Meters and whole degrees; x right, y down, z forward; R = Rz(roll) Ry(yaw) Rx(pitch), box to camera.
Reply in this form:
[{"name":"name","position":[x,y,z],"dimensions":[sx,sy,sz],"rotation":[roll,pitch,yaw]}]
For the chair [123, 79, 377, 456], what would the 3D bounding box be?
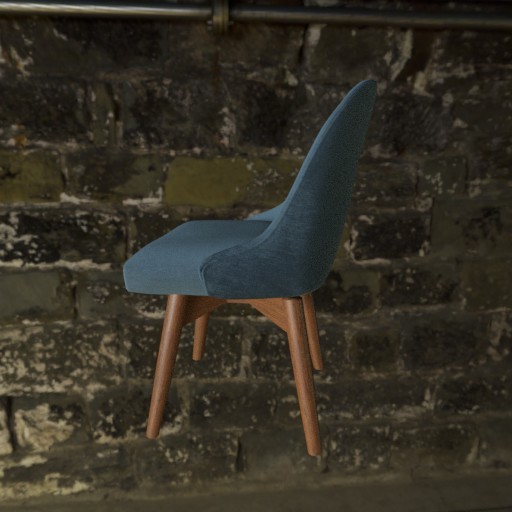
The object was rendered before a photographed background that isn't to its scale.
[{"name":"chair","position":[0.000,0.000,1.223],"dimensions":[0.589,0.882,0.503],"rotation":[2,15,9]}]
